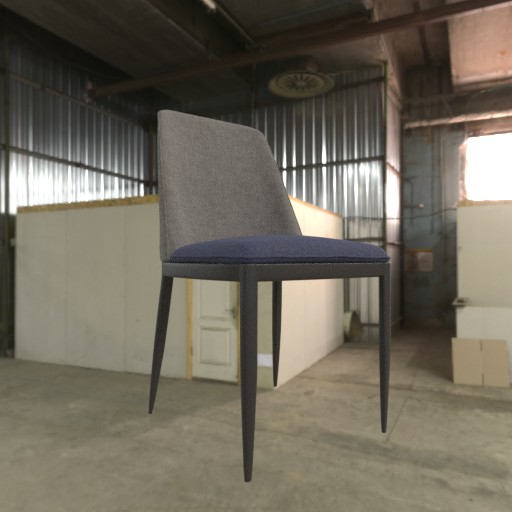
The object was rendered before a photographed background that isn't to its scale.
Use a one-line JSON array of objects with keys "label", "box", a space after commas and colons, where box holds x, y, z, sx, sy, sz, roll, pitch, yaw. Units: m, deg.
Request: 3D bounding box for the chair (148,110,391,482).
[{"label": "chair", "box": [0.000, 0.000, 1.164, 0.488, 0.855, 0.550, 0, 0, -36]}]
